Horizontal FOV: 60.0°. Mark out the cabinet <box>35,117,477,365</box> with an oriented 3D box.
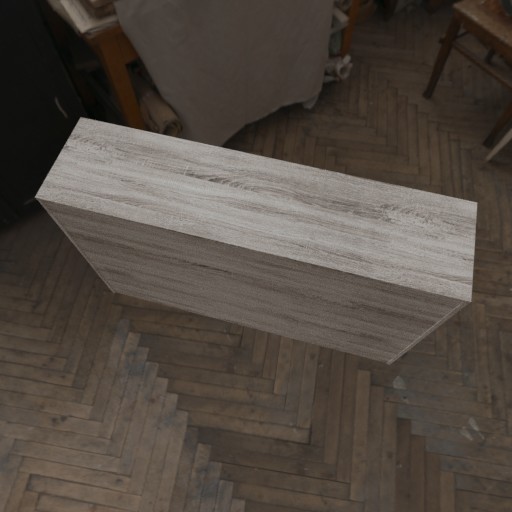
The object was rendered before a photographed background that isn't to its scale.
[{"bbox_3d":[0.000,0.000,1.905,1.450,0.900,0.380,14,65,6],"label":"cabinet"}]
